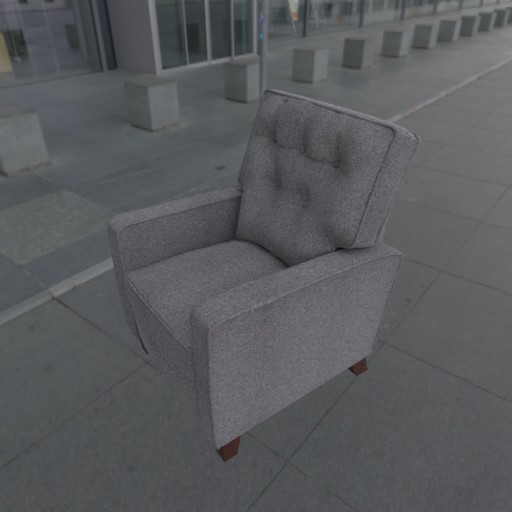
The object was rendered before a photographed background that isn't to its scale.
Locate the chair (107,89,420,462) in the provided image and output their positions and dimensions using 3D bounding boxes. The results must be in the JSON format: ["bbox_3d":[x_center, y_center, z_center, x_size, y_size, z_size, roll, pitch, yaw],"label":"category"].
[{"bbox_3d":[0.000,0.000,1.423,0.775,0.889,0.650,-21,38,-30],"label":"chair"}]
